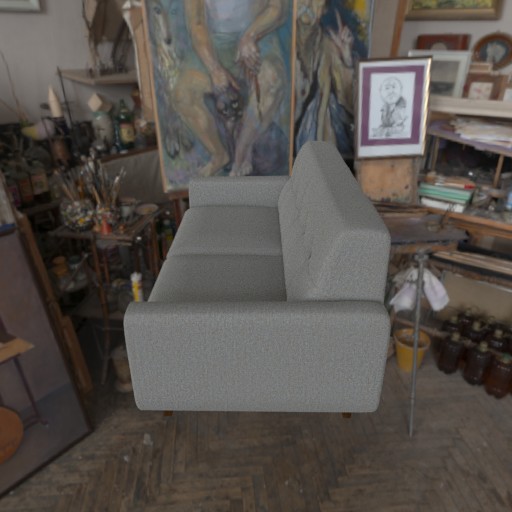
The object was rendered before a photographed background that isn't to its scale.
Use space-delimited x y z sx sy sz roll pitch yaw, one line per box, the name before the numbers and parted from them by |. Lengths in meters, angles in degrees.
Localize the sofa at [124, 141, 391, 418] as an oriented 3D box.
sofa | 0.000 0.000 2.308 0.952 0.925 1.651 0 27 1
